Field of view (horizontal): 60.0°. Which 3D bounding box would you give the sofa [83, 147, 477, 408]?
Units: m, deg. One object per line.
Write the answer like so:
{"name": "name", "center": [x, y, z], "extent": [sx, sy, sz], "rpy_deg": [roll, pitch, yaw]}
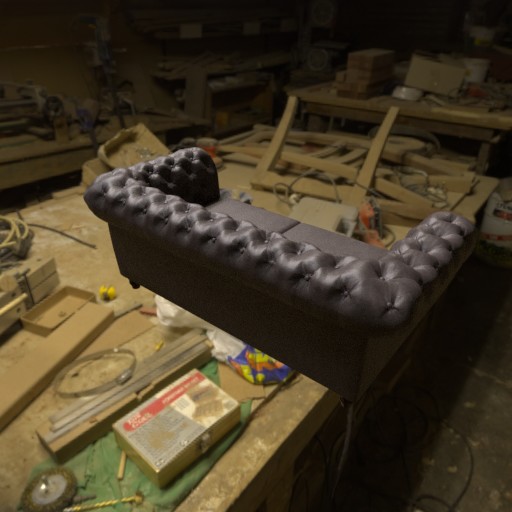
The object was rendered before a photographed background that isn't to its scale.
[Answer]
{"name": "sofa", "center": [0.000, 0.000, 2.524], "extent": [2.048, 0.779, 0.944], "rpy_deg": [22, 37, 33]}
